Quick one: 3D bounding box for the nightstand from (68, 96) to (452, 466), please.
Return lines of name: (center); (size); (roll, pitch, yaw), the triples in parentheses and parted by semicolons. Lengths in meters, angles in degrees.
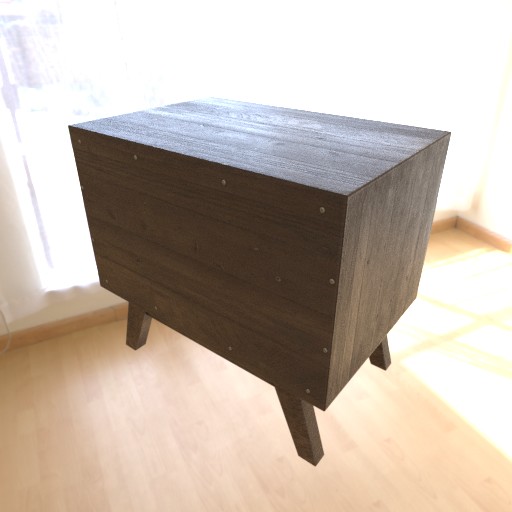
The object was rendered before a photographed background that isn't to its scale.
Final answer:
nightstand: (0.000, 0.000, 1.049); (0.650, 0.599, 0.450); (21, 35, 32)
